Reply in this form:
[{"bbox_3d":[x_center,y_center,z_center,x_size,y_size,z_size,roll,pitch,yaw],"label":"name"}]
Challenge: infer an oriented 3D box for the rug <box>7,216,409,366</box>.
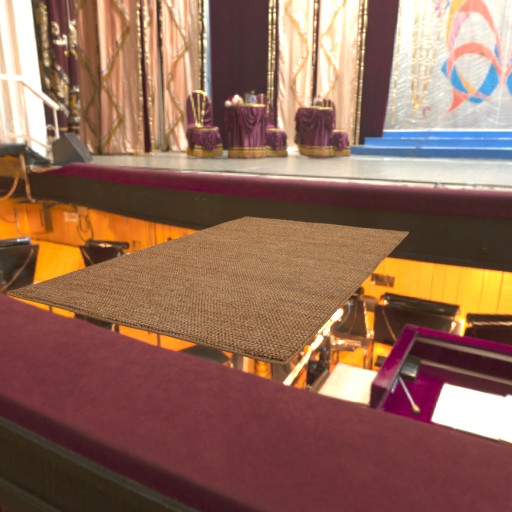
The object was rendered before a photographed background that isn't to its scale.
[{"bbox_3d":[0.000,0.000,2.900,1.521,0.034,2.438,8,17,27],"label":"rug"}]
